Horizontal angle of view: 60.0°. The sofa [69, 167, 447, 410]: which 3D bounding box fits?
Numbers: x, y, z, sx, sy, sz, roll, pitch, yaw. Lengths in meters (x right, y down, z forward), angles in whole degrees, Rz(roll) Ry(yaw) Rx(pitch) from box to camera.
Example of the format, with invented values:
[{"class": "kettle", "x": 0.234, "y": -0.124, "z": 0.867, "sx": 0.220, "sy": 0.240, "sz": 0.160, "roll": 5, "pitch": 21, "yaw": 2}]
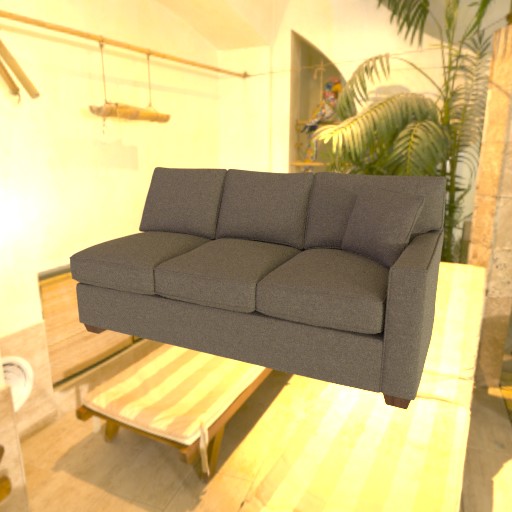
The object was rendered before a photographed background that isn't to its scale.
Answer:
[{"class": "sofa", "x": 0.000, "y": 0.000, "z": 2.588, "sx": 1.963, "sy": 0.946, "sz": 1.034, "roll": 7, "pitch": 16, "yaw": 25}]
